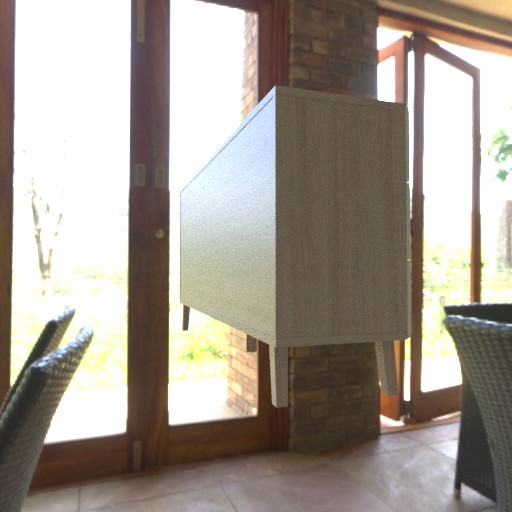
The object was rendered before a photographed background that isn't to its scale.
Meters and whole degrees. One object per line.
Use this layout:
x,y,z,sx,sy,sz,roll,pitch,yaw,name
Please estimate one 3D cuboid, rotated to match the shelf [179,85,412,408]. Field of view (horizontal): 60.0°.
0.000,0.000,1.826,0.400,0.780,1.490,1,-2,-19,shelf
